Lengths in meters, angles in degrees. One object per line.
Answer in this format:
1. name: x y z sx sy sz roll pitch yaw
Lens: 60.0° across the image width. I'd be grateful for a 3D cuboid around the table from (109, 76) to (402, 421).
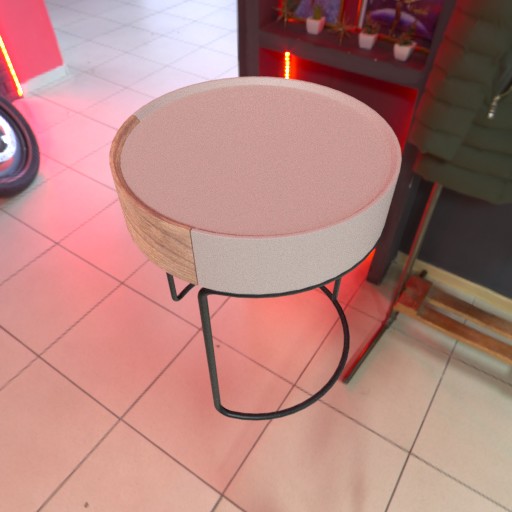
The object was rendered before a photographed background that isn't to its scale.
1. table: 0.000 0.000 0.887 0.450 0.530 0.450 0 46 0
